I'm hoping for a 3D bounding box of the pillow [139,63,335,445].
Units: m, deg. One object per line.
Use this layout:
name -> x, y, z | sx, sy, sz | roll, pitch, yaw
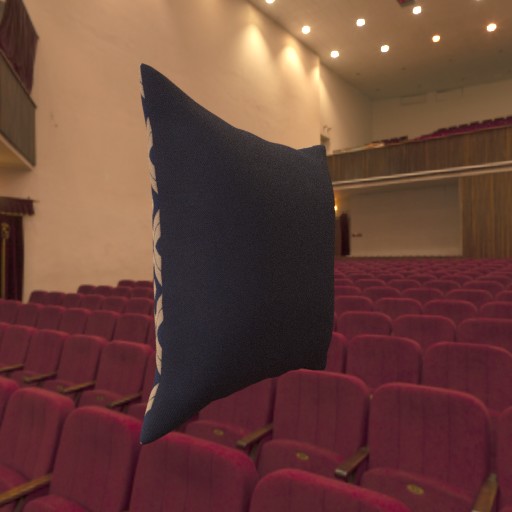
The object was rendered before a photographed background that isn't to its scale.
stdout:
pillow -> 0.000, 0.000, 0.771 | 0.188, 0.494, 0.504 | 0, -1, 36
